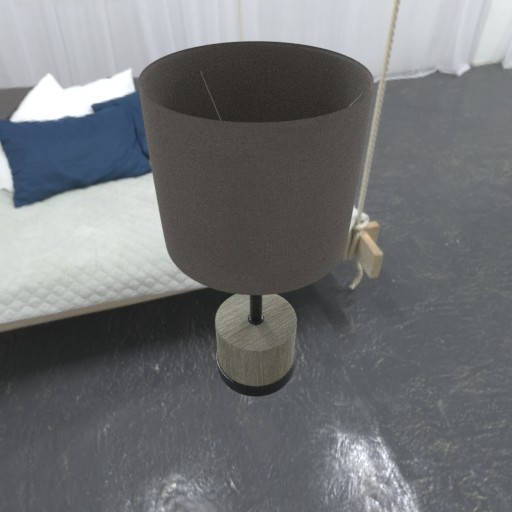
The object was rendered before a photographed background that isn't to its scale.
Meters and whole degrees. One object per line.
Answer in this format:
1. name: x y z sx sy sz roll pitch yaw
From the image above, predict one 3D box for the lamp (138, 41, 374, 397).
1. lamp: 0.000 0.000 0.587 0.229 0.470 0.229 -26 47 -27
